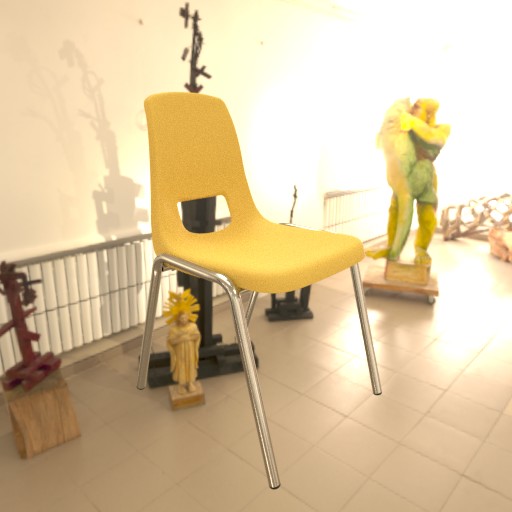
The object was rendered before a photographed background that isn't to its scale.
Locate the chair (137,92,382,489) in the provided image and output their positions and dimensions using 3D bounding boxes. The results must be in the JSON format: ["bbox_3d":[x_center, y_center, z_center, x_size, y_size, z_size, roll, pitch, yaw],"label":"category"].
[{"bbox_3d":[0.000,0.000,0.917,0.436,0.653,0.381,15,23,40],"label":"chair"}]
